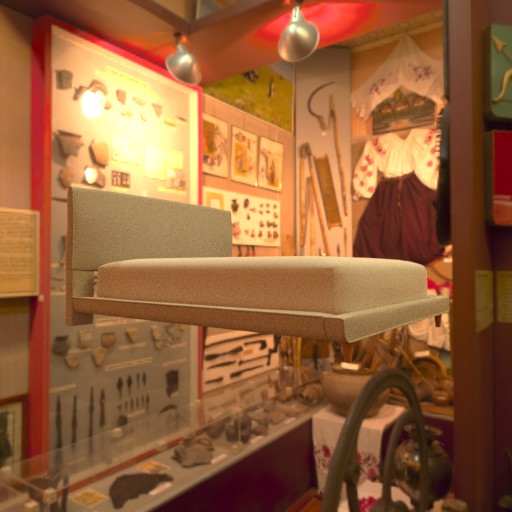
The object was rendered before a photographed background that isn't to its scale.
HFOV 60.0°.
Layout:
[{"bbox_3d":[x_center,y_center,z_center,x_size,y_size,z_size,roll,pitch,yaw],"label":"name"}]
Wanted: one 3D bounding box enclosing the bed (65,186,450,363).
[{"bbox_3d":[0.000,0.000,3.405,2.368,1.067,1.840,-1,-2,37],"label":"bed"}]
